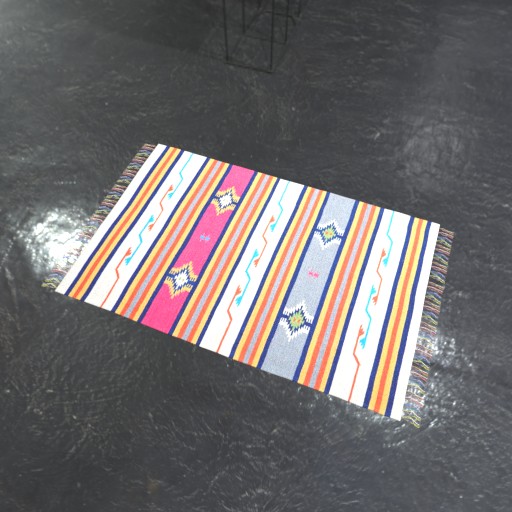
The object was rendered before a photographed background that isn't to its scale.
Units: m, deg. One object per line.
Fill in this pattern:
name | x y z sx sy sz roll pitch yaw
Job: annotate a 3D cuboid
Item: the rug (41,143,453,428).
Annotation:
rug | 0.000 0.000 2.259 1.849 0.013 1.084 18 59 11
